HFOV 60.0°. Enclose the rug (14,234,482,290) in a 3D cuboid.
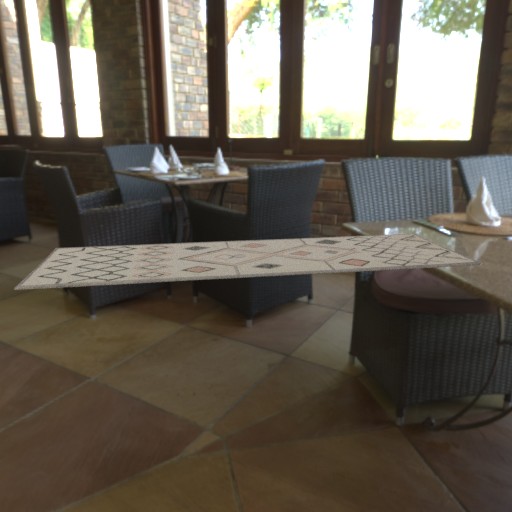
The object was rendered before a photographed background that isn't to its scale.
[{"bbox_3d":[0.000,0.000,2.630,2.435,0.011,0.750,-3,16,-9],"label":"rug"}]
